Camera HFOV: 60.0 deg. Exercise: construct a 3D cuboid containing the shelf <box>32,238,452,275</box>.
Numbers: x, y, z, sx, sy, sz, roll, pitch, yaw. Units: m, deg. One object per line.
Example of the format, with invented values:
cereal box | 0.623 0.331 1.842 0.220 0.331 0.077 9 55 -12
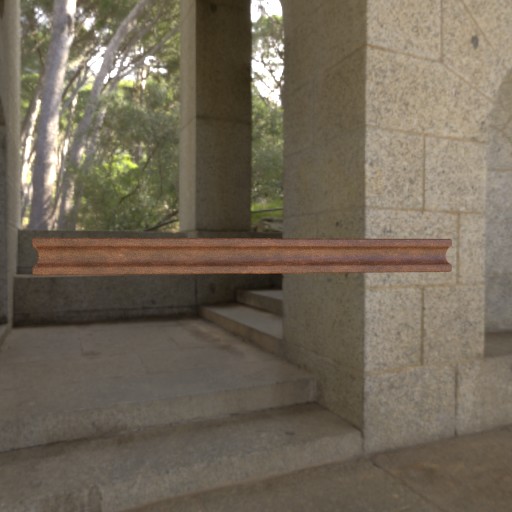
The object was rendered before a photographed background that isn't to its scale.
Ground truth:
shelf | 0.000 0.000 0.440 0.296 0.035 0.296 1 1 37
